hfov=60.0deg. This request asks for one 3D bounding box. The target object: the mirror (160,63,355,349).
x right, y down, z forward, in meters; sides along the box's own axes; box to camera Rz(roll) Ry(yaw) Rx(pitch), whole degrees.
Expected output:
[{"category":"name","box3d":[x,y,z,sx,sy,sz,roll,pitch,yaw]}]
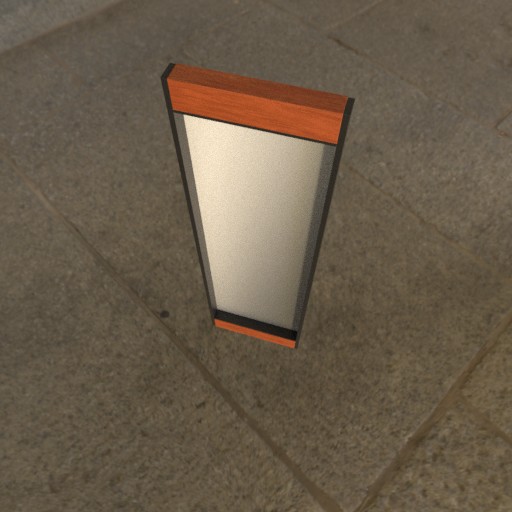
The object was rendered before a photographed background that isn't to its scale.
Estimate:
[{"category":"mirror","box3d":[0.000,0.000,1.252,0.343,1.123,0.047,14,59,9]}]
